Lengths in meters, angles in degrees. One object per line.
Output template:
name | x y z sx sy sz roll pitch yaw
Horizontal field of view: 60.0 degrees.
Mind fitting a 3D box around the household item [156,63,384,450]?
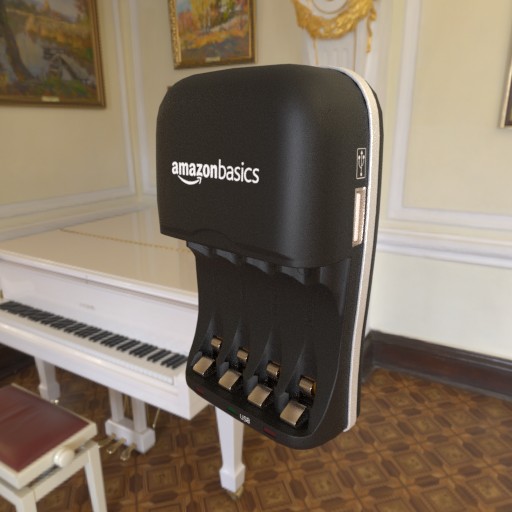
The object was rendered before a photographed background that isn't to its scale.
household item | 0.000 0.000 0.144 0.070 0.114 0.038 14 22 41
